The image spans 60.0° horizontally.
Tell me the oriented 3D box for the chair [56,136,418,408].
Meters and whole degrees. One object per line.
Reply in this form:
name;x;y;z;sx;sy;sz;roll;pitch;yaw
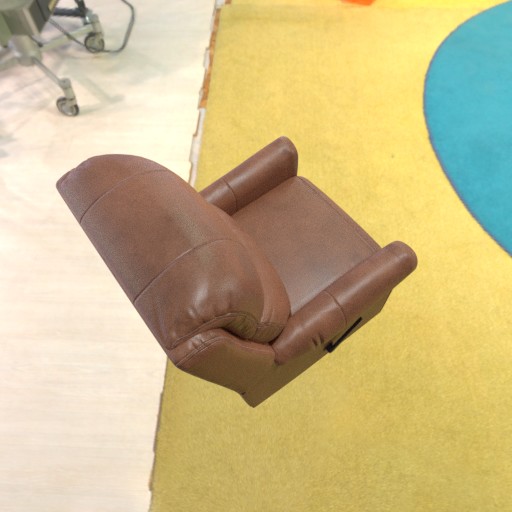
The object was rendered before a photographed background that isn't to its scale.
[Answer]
chair;0.000;0.000;1.733;1.014;1.054;0.838;-32;63;-19
